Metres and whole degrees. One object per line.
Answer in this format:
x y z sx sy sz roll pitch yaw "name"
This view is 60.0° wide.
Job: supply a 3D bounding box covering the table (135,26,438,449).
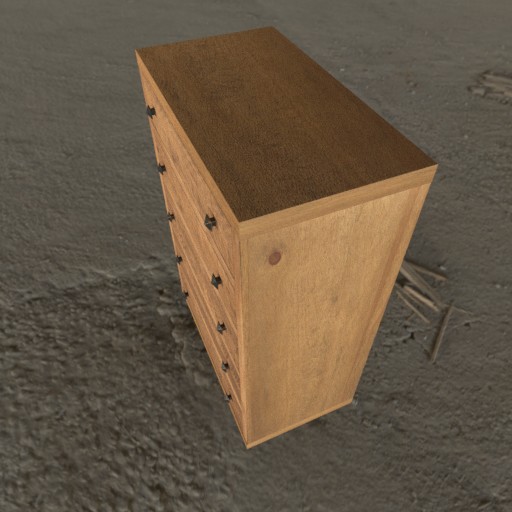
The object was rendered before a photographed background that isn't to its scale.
0.000 0.000 1.704 0.524 1.294 0.901 -18 50 -16 "table"
